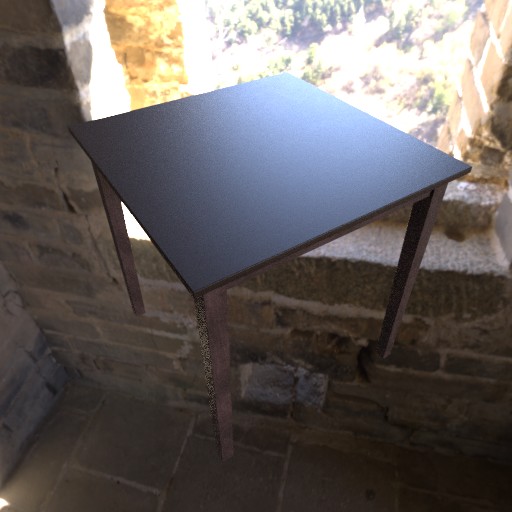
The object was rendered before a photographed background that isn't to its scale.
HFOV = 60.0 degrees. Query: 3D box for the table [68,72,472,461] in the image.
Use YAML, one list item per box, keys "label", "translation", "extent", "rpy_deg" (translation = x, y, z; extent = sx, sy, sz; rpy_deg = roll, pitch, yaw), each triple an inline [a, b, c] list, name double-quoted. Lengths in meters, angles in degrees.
- label: "table"
  translation: [0.000, 0.000, 1.398]
  extent: [0.749, 0.770, 0.749]
  rpy_deg: [-24, 47, -24]
